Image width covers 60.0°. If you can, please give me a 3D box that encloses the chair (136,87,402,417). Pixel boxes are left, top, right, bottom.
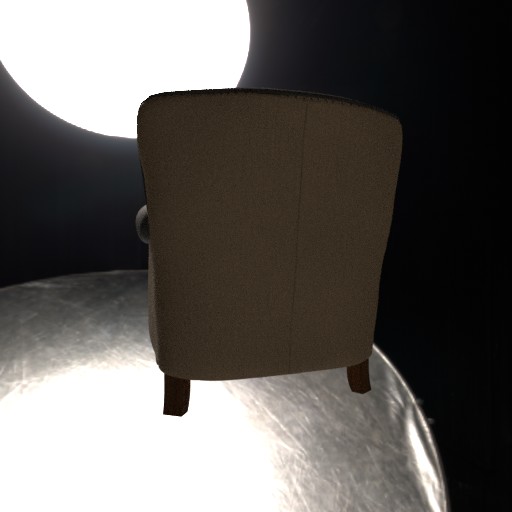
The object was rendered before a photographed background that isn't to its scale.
[{"bbox_3d":[0.000,0.000,1.626,0.861,0.936,0.921,0,1,-17],"label":"chair"}]
